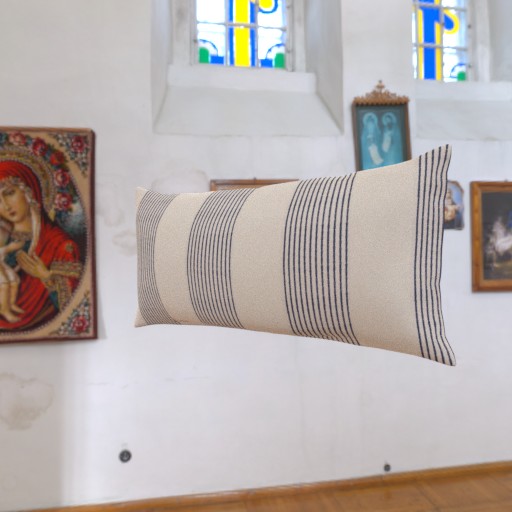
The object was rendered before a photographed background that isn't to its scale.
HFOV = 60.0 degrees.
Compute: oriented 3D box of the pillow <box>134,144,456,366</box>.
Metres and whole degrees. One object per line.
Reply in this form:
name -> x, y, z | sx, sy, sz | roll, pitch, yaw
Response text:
pillow -> 0.000, 0.000, 0.728 | 0.610, 0.287, 0.151 | 0, -1, 36
